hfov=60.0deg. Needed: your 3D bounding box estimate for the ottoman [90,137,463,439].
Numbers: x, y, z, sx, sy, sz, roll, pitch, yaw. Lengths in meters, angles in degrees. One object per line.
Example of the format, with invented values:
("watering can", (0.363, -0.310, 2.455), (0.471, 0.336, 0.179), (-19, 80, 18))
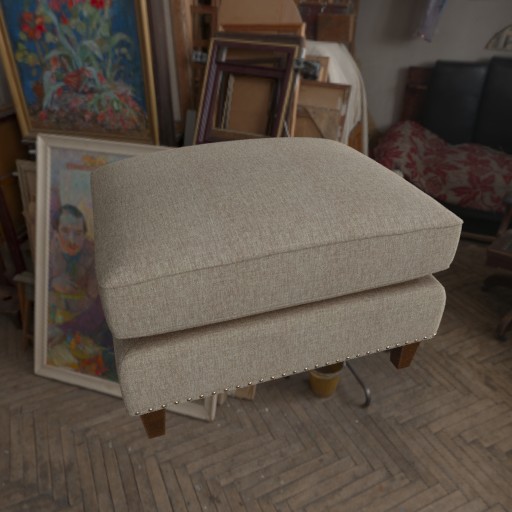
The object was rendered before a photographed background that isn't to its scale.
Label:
("ottoman", (0.000, 0.000, 1.137), (0.741, 0.513, 0.584), (-10, 33, -16))
